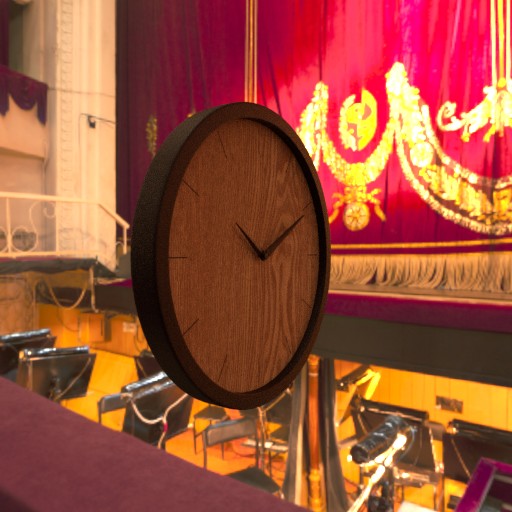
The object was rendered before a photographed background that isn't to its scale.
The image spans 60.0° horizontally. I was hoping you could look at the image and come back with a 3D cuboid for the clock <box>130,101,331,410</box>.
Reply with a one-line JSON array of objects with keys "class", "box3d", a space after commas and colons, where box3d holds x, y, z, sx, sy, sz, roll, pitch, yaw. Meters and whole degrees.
[{"class": "clock", "box3d": [0.000, 0.000, 0.475, 0.029, 0.314, 0.314, 1, 1, 35]}]
